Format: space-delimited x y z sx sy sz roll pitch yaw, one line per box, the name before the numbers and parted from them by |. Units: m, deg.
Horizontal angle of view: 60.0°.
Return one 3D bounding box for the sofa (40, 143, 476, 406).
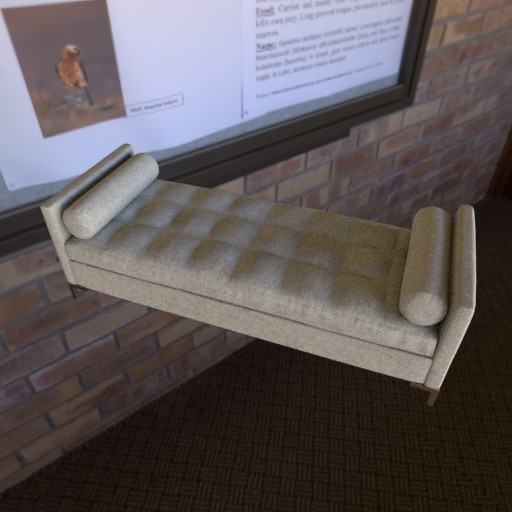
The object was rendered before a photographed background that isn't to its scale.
sofa | 0.000 0.000 2.451 2.102 0.657 0.797 13 42 16
